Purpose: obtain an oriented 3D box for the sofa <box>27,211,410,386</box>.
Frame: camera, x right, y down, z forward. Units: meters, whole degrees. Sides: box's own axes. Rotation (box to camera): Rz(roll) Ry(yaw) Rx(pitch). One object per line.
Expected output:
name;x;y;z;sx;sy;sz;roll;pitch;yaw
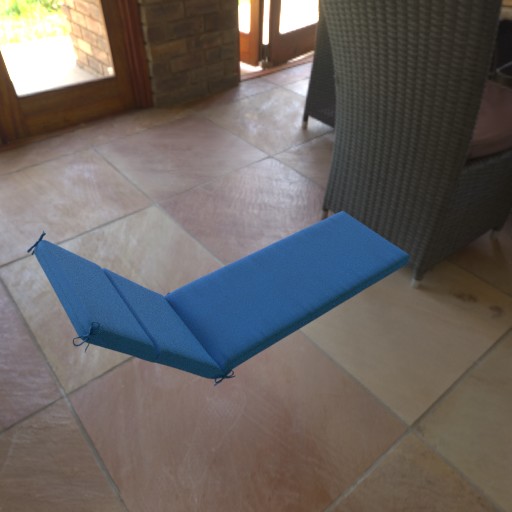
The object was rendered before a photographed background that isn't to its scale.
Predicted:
sofa;0.000;0.000;1.970;1.663;0.622;0.582;-26;47;-26
